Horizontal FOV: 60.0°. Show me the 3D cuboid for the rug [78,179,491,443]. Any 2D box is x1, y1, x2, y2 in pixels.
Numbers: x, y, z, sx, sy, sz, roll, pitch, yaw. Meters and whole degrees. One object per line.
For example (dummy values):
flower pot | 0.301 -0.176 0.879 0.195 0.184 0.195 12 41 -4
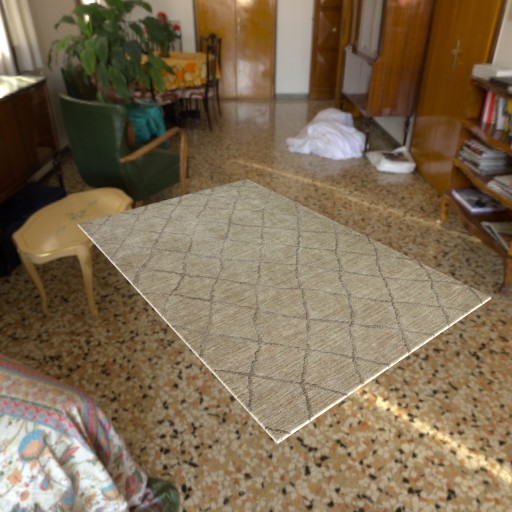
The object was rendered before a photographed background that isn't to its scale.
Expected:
rug | 0.000 0.000 2.826 1.521 0.015 2.280 -21 36 -31
